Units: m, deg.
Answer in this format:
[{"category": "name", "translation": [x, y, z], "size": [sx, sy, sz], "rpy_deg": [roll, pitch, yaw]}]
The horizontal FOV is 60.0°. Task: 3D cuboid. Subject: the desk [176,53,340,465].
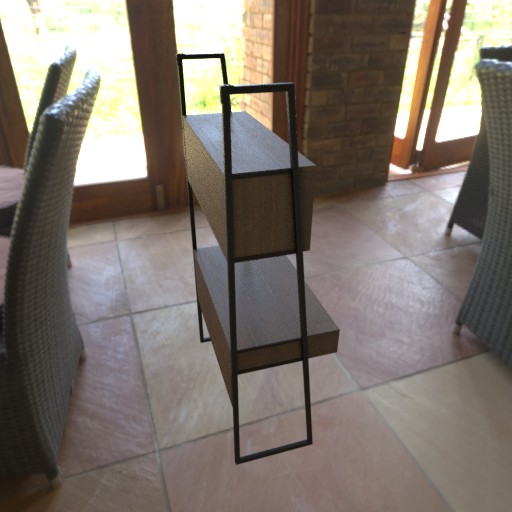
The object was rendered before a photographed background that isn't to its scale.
[{"category": "desk", "translation": [0.000, 0.000, 2.253], "size": [0.515, 1.809, 0.982], "rpy_deg": [-9, 31, -14]}]
